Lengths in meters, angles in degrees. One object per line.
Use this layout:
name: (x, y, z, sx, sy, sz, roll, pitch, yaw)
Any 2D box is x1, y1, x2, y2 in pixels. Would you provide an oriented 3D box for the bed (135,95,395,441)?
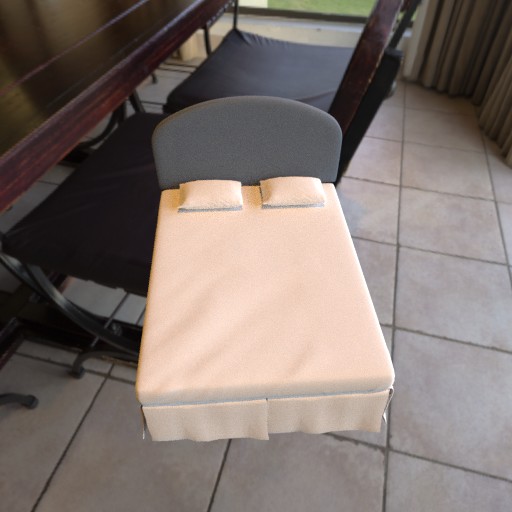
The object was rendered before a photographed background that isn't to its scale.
bed: (0.000, 0.000, 3.097, 1.607, 1.410, 2.005, -3, 45, -3)
